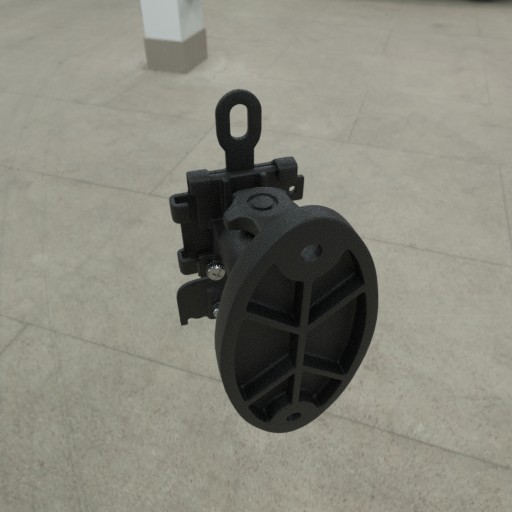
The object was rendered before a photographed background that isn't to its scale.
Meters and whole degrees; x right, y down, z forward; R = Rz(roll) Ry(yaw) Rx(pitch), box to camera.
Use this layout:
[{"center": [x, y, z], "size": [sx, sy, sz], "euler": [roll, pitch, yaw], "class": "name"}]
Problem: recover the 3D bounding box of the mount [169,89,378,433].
[{"center": [0.000, 0.000, 0.178], "size": [0.066, 0.118, 0.100], "euler": [-11, 42, -12], "class": "mount"}]
